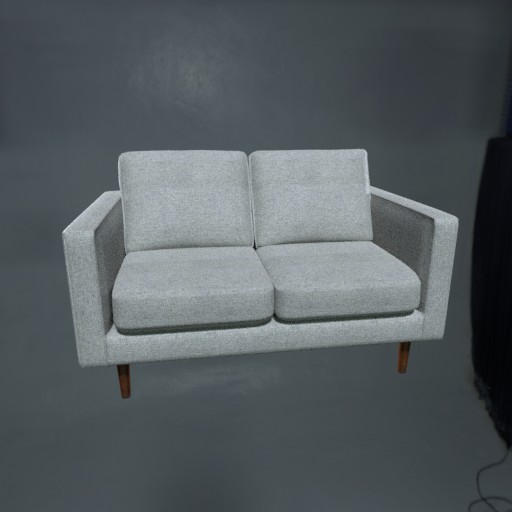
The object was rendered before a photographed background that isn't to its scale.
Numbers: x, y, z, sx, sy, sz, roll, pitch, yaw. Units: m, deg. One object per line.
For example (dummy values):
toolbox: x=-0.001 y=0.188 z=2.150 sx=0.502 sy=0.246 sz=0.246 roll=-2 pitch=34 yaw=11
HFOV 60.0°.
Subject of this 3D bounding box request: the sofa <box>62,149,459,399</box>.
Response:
sofa: x=0.000 y=0.000 z=2.157 sx=1.527 sy=0.973 sz=0.969 roll=-3 pitch=17 yaw=-9
